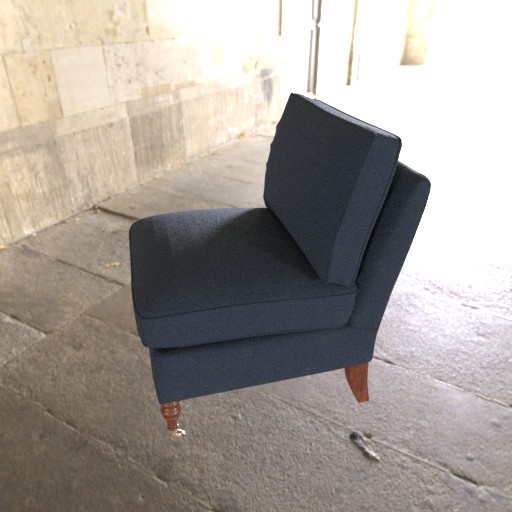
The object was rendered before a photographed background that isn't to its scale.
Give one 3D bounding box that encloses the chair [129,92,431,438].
[{"bbox_3d":[0.000,0.000,1.671,0.912,1.052,0.724,-8,30,-13],"label":"chair"}]
